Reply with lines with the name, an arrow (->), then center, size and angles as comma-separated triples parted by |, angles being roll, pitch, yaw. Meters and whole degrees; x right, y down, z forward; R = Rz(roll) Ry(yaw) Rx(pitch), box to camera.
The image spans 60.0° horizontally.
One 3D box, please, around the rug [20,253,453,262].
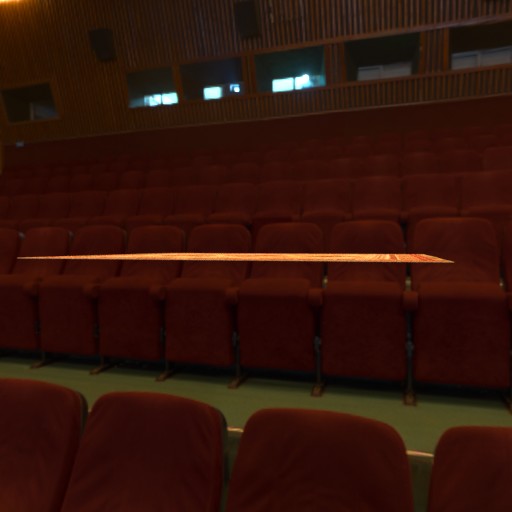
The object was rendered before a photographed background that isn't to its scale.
rug -> 0.000, 0.000, 4.088 | 3.067, 0.005, 2.460 | 0, 1, 17
